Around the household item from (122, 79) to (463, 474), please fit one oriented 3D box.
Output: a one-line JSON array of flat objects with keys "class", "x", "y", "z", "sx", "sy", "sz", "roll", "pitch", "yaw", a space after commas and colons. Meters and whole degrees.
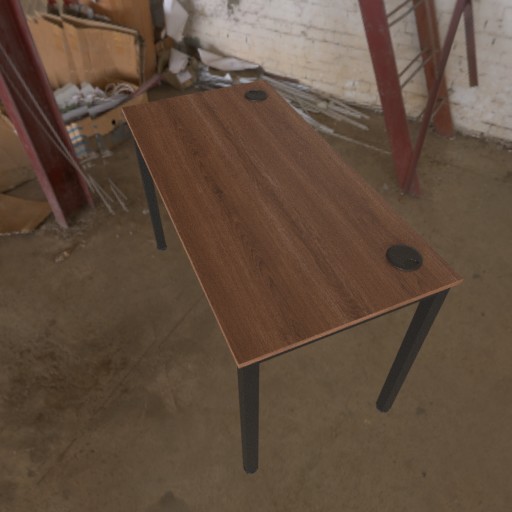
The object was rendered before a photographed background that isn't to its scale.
[{"class": "household item", "x": 0.000, "y": 0.000, "z": 1.661, "sx": 0.600, "sy": 0.750, "sz": 1.200, "roll": -17, "pitch": 49, "yaw": -16}]
